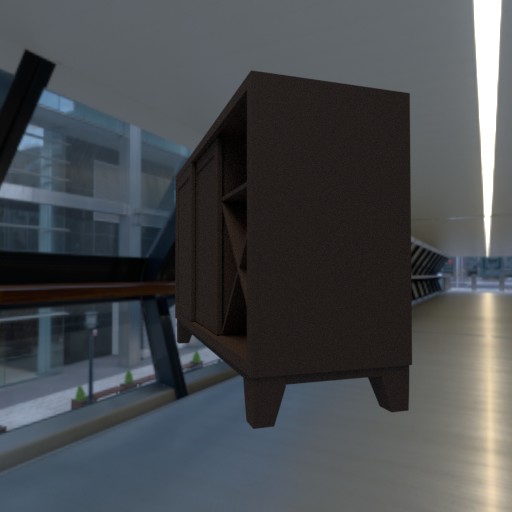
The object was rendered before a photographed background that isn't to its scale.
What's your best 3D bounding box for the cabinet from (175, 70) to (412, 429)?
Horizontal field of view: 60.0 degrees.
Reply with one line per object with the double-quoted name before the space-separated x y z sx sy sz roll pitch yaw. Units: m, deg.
"cabinet" 0.000 0.000 1.860 0.482 0.914 1.396 0 -1 -18
